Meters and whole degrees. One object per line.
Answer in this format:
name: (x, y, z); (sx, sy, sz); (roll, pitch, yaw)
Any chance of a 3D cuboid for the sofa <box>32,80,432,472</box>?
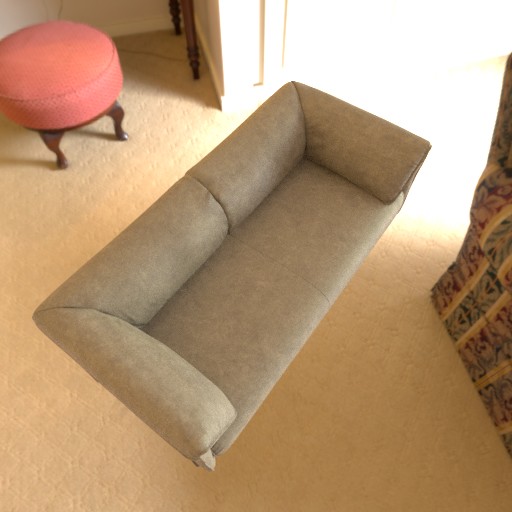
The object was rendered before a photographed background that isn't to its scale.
sofa: (0.000, 0.000, 2.273); (0.905, 0.747, 1.878); (32, 63, 19)
